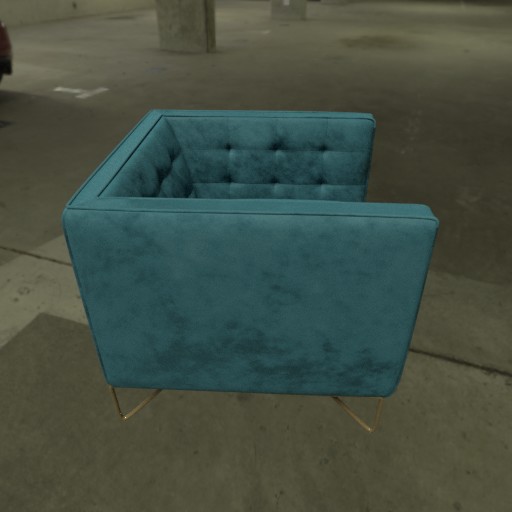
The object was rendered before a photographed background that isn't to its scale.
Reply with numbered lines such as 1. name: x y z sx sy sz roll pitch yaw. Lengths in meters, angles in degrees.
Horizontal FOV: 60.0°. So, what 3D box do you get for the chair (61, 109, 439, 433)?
1. chair: 0.000 0.000 1.561 0.894 0.790 0.880 1 33 2
